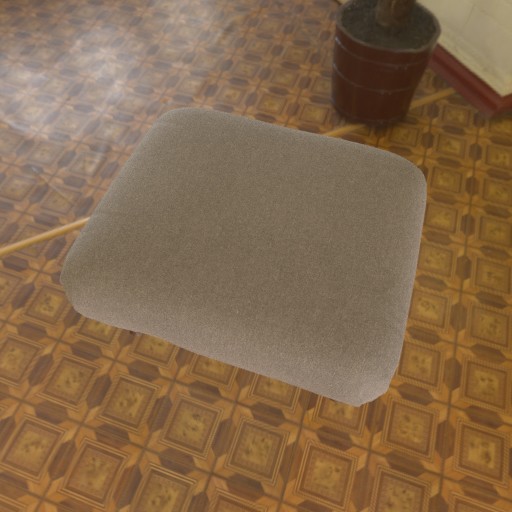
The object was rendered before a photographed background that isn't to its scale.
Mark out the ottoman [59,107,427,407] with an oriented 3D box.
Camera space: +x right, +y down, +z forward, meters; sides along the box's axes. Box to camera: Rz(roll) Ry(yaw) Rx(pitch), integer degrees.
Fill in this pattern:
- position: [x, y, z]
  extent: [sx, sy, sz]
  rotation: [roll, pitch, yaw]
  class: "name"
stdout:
- position: [0.000, 0.000, 1.145]
  extent: [0.747, 0.450, 0.622]
  rotation: [16, 59, 10]
  class: "ottoman"
